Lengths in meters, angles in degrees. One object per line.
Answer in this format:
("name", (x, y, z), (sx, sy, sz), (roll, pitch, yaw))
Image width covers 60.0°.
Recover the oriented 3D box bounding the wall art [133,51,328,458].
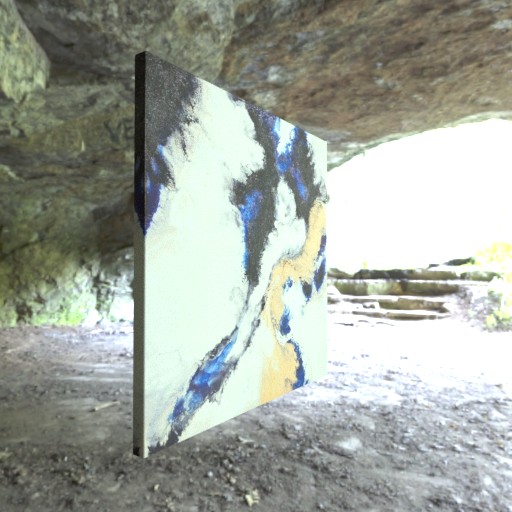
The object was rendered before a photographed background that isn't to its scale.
("wall art", (0.000, 0.000, 1.330), (0.038, 0.885, 0.887), (-1, -1, 35))
